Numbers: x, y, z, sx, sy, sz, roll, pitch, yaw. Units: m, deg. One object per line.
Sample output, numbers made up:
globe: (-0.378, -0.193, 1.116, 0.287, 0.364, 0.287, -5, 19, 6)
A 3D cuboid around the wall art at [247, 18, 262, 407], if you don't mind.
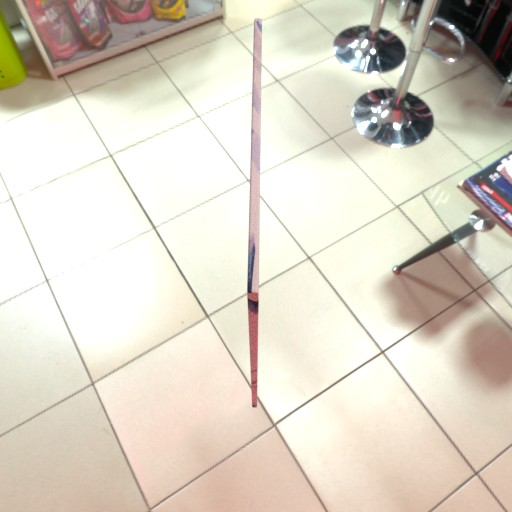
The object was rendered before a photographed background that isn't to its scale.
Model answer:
wall art: (0.000, 0.000, 1.158, 0.016, 0.914, 0.610, 1, 62, 0)
